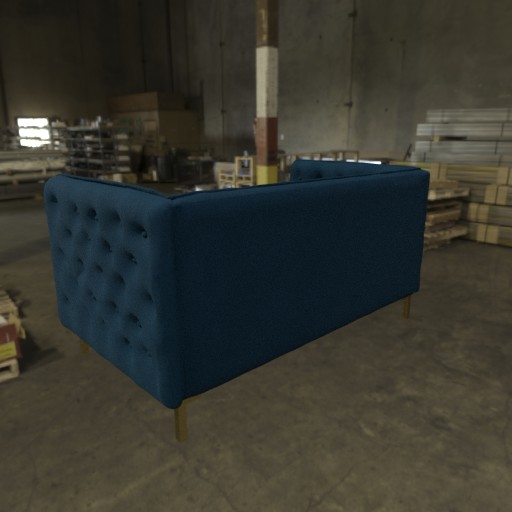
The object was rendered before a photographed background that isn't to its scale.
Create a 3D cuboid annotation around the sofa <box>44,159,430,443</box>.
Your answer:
[{"bbox_3d":[0.000,0.000,2.079,1.583,0.810,0.909,-14,21,-41],"label":"sofa"}]
